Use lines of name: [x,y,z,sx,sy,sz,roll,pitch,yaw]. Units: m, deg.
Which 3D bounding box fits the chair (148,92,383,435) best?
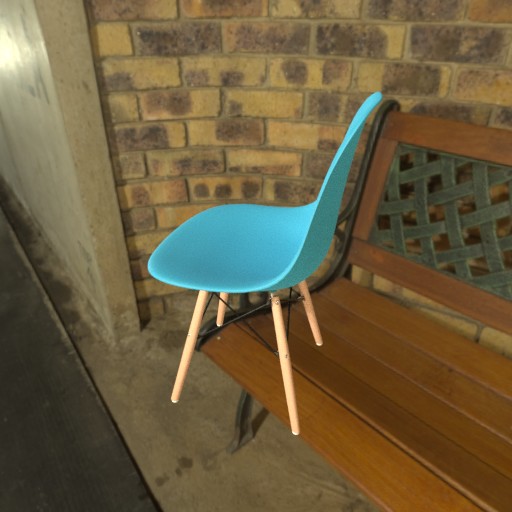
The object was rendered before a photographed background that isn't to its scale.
chair: [0.000,0.000,1.165,0.531,0.826,0.470,9,31,15]
